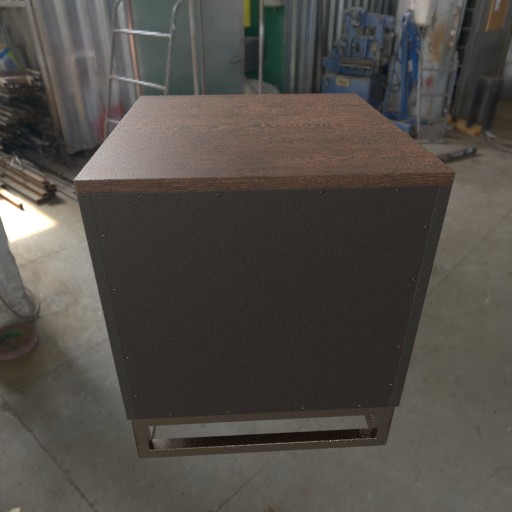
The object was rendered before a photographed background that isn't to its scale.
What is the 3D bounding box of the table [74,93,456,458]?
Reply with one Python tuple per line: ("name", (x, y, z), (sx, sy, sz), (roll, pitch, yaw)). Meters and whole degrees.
("table", (0.000, 0.000, 0.974), (0.506, 0.582, 0.566), (-2, 31, -3))
